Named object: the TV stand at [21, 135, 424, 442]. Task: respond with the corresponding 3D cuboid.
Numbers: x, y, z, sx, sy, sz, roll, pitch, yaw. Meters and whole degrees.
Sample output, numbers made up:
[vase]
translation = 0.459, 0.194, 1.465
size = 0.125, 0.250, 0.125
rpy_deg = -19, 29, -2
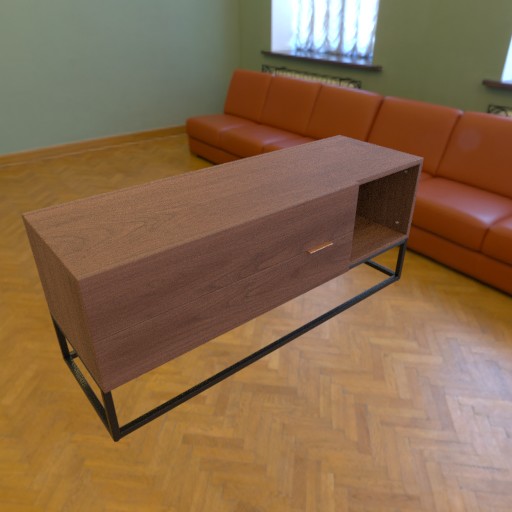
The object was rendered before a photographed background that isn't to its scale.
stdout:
[TV stand]
translation = 0.000, 0.000, 1.438
size = 1.200, 0.500, 0.415
rpy_deg = -22, 37, -33
